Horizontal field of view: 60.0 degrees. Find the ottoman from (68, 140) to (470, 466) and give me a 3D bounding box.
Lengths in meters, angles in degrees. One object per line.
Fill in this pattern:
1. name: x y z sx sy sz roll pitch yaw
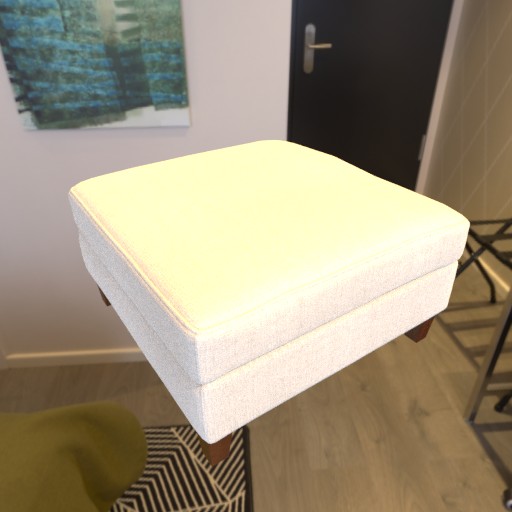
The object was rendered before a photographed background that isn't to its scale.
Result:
1. ottoman: 0.000 0.000 1.336 0.838 0.478 0.838 -20 37 -29
